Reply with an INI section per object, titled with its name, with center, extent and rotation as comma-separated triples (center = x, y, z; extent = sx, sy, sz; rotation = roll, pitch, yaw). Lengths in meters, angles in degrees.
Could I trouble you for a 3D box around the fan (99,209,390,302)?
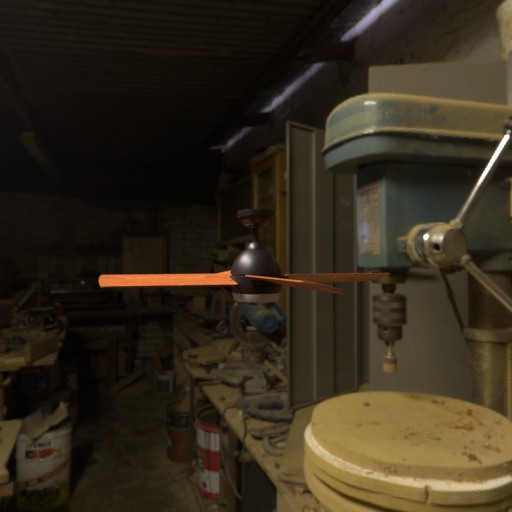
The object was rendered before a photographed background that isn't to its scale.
[fan]
center = 0.000, 0.000, 1.994
extent = 1.332, 0.403, 1.332
rotation = 0, 0, -19
